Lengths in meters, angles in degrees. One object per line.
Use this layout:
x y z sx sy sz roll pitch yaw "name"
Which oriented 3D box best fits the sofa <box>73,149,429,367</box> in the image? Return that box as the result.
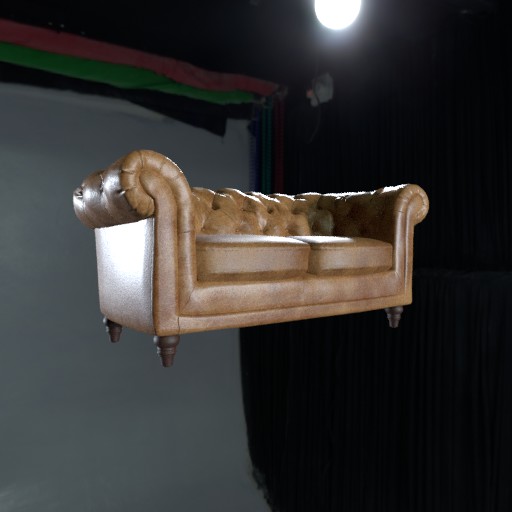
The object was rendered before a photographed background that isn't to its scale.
0.000 0.000 2.588 1.979 0.877 1.042 -1 2 -36 "sofa"
